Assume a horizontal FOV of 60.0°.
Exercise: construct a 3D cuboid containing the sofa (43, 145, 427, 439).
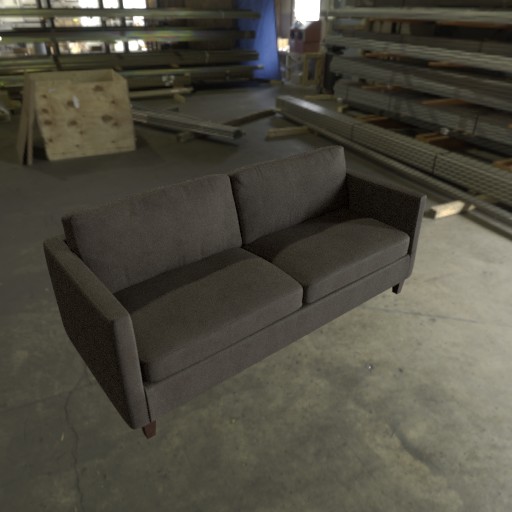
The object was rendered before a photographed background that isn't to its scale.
[{"bbox_3d":[0.000,0.000,2.764,2.208,0.965,0.951,-21,36,-33],"label":"sofa"}]
